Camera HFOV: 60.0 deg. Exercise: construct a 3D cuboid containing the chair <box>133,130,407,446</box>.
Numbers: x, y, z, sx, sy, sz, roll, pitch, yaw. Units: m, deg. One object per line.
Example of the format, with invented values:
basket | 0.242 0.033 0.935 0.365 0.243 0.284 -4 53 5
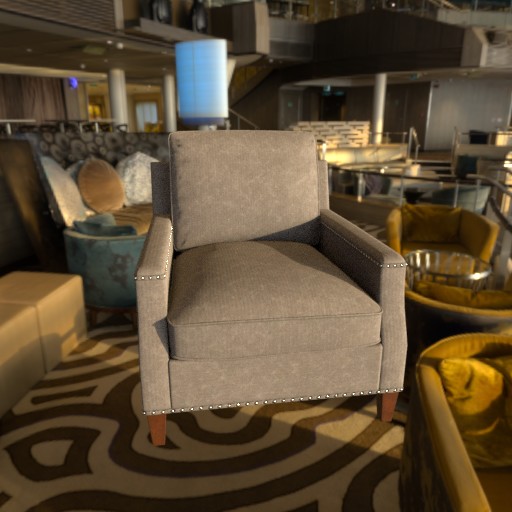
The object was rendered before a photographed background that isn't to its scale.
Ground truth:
chair | 0.000 0.000 1.758 0.853 0.948 1.014 -3 17 -8
